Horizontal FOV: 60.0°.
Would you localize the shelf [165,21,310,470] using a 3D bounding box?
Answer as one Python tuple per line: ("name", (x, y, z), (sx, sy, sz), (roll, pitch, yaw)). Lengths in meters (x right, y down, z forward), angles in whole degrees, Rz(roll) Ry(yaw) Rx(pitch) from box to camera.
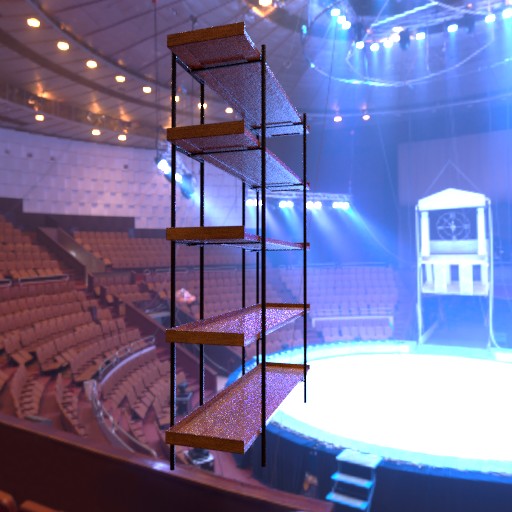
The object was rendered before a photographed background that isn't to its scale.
("shelf", (0.000, 0.000, 2.414), (0.379, 1.826, 1.371), (0, -1, 18))
